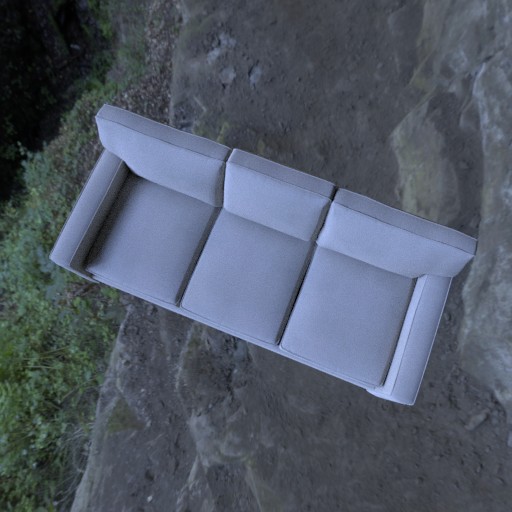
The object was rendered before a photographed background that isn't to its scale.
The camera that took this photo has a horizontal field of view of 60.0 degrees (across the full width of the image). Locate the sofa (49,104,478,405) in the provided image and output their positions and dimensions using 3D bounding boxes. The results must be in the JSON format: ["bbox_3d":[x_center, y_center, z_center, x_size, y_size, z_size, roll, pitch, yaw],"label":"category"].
[{"bbox_3d":[0.000,0.000,2.541,2.088,0.862,0.935,21,77,5],"label":"sofa"}]
